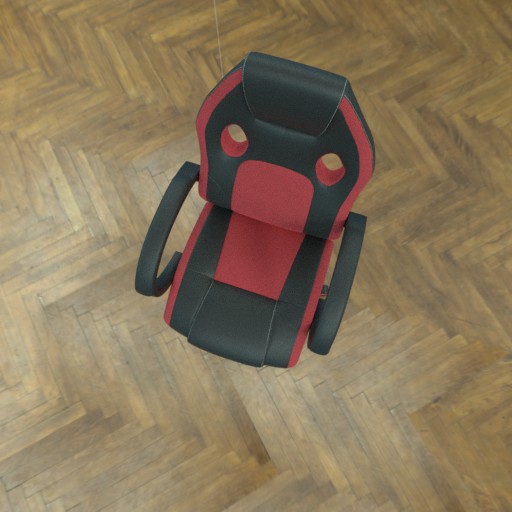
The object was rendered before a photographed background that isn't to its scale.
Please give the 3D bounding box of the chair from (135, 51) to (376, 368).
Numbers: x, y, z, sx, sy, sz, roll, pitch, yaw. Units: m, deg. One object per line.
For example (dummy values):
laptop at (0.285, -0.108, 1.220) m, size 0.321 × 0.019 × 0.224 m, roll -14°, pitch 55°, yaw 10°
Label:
chair at (0.000, 0.000, 1.556) m, size 0.673 × 1.187 × 0.724 m, roll 18°, pitch 75°, yaw 5°
